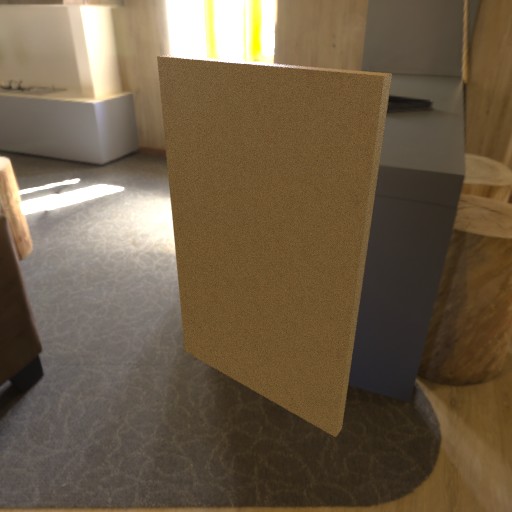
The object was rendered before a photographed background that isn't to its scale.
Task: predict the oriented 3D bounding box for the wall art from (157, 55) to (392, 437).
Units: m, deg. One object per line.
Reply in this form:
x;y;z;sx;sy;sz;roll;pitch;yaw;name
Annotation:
0.000;0.000;1.013;0.510;0.810;0.039;20;35;32;wall art
